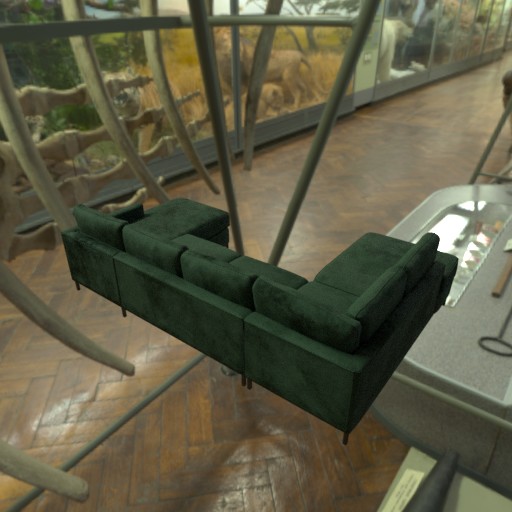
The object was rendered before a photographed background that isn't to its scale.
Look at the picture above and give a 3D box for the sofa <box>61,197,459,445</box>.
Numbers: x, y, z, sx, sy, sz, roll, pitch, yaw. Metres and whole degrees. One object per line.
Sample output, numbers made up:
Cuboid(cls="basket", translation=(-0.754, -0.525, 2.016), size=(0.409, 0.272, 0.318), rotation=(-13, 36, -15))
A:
Cuboid(cls="sofa", translation=(0.000, 0.000, 3.976), size=(2.994, 0.861, 1.992), rotation=(20, 35, 32))
